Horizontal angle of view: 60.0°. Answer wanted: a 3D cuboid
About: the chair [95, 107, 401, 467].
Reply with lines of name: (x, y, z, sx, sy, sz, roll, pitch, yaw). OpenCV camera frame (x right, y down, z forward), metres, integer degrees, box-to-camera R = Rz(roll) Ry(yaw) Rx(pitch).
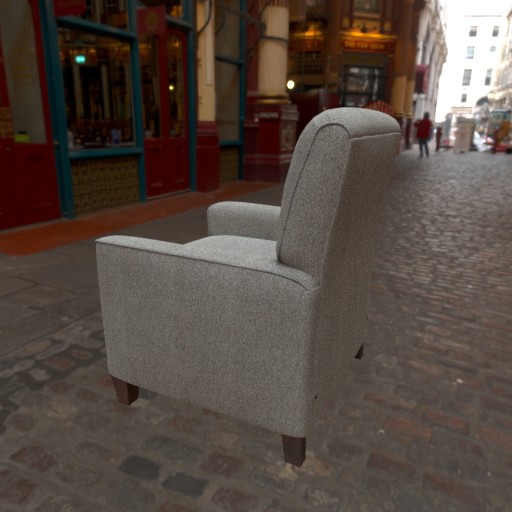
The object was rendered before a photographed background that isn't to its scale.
chair: (0.000, 0.000, 1.640, 0.858, 1.028, 0.841, 8, 19, 26)
